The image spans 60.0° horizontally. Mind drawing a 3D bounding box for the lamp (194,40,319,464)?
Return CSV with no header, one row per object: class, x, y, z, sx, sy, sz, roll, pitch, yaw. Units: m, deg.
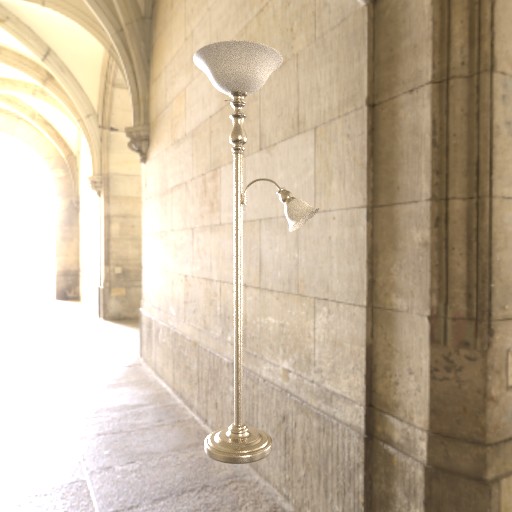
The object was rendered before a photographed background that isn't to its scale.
lamp,0.000,0.000,2.020,0.575,1.785,0.405,0,1,17
